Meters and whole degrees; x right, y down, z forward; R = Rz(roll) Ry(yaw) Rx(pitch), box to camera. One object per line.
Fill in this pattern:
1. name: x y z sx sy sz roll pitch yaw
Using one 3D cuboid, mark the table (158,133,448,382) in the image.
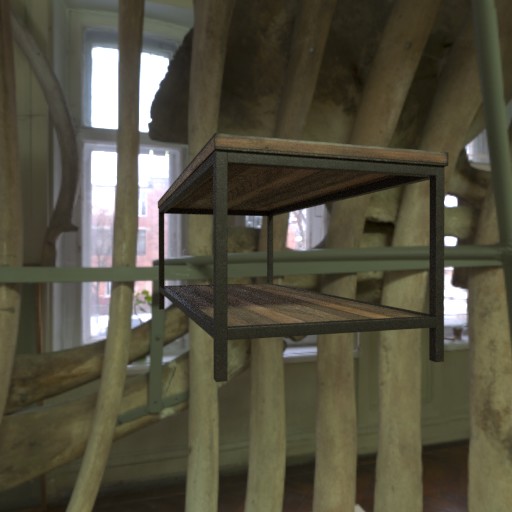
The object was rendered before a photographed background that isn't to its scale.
1. table: 0.000 0.000 1.246 0.452 0.399 0.990 0 0 -18
